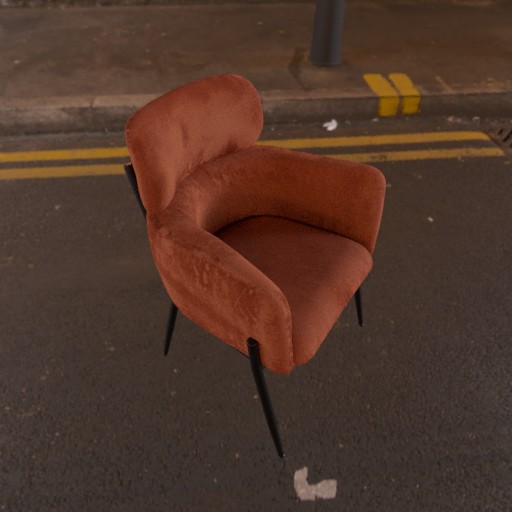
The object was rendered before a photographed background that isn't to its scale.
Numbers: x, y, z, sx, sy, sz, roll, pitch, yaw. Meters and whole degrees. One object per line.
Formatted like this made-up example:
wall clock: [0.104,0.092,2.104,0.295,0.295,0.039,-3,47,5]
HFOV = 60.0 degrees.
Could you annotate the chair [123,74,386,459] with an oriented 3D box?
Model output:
chair: [0.000,0.000,1.162,0.523,0.772,0.561,24,47,24]
